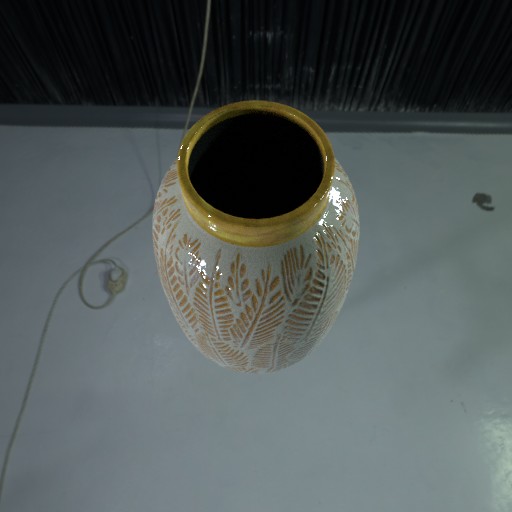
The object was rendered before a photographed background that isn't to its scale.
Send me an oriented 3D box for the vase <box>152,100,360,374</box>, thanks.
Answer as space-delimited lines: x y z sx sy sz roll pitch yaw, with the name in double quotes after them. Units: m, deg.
0.000 0.000 0.390 0.172 0.270 0.172 0 64 0 "vase"
